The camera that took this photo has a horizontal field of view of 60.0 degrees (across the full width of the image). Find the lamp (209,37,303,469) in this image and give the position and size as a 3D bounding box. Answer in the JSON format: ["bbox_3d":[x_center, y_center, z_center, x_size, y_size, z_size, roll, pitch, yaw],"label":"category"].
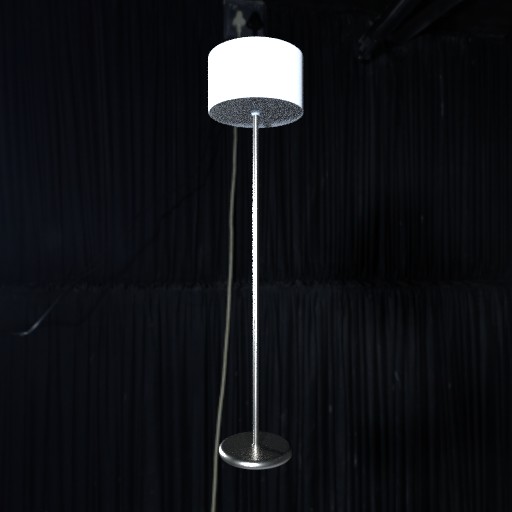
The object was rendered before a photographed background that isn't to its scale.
[{"bbox_3d":[0.000,0.000,1.631,0.347,1.443,0.347,0,0,-18],"label":"lamp"}]
